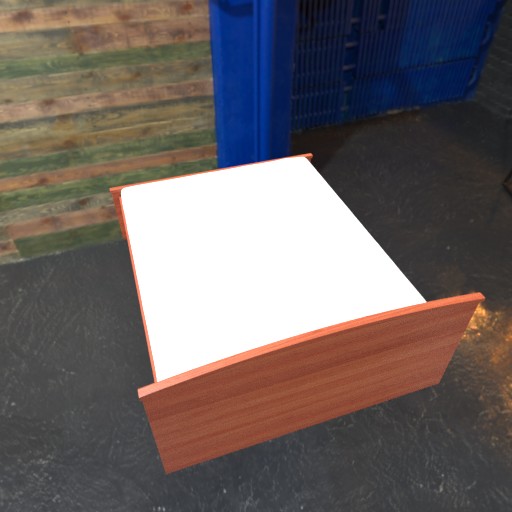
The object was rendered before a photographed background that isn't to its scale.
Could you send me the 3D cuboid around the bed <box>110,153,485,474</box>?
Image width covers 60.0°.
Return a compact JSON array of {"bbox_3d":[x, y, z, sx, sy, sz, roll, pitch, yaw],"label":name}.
[{"bbox_3d":[0.000,0.000,2.934,1.683,0.848,2.053,-13,44,-14],"label":"bed"}]
